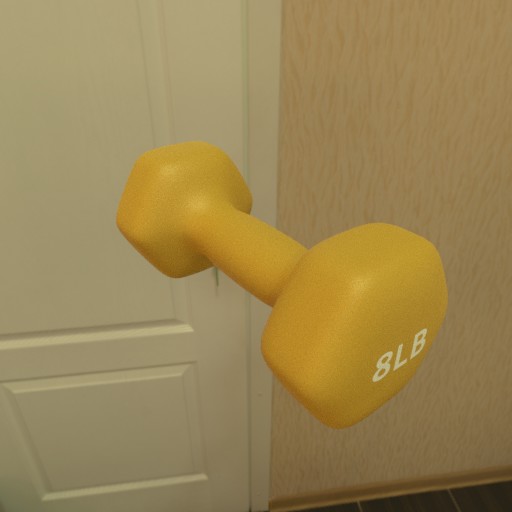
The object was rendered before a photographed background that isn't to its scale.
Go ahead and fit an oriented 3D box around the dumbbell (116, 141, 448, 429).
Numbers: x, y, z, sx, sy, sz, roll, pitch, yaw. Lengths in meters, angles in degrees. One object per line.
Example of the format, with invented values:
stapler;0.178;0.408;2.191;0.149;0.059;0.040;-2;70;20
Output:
dumbbell;0.000;0.000;0.238;0.090;0.082;0.190;-21;37;-31
